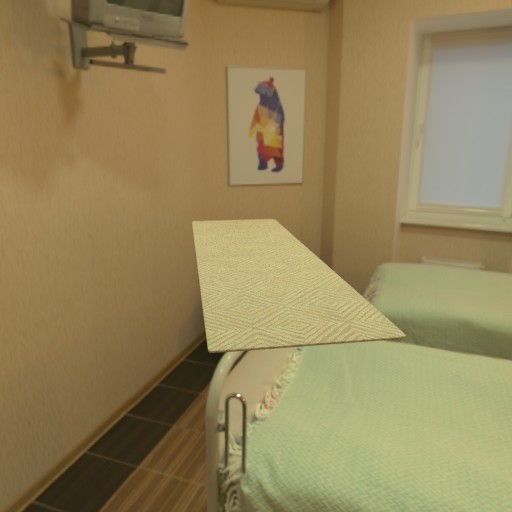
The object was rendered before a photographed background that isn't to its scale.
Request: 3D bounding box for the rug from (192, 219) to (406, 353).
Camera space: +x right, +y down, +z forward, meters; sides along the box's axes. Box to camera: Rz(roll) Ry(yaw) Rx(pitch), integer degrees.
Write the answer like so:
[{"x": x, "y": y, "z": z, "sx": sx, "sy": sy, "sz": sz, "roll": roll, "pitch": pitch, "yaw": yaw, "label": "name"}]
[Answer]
[{"x": 0.000, "y": 0.000, "z": 2.540, "sx": 0.676, "sy": 0.008, "sz": 2.277, "roll": -2, "pitch": 15, "yaw": -9, "label": "rug"}]
